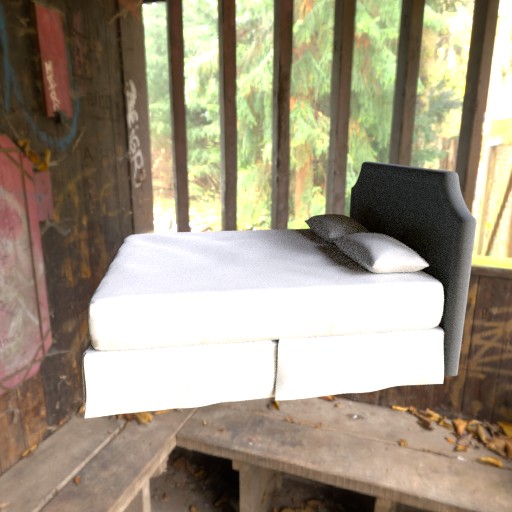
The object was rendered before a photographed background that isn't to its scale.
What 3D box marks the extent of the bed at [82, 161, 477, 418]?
[{"bbox_3d":[0.000,0.000,3.278,2.259,1.296,1.811,-2,15,-9],"label":"bed"}]
